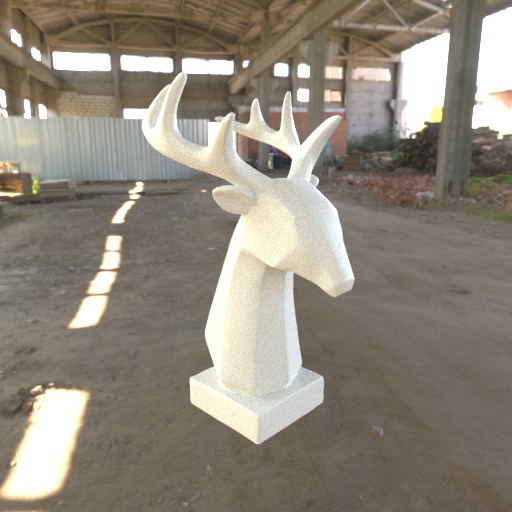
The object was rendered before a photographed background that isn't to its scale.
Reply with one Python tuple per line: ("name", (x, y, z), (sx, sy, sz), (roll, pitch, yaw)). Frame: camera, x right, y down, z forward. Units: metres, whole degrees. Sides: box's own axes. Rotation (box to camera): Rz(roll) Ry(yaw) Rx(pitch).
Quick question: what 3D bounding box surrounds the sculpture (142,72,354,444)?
("sculpture", (0.000, 0.000, 0.445), (0.224, 0.329, 0.174), (12, 18, 43))
